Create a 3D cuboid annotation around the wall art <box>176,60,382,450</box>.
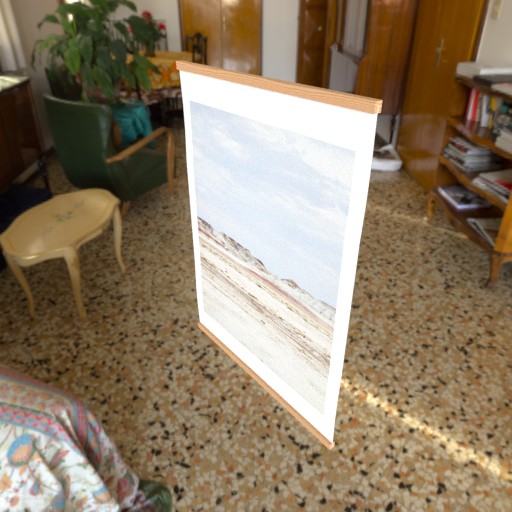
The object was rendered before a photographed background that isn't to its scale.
[{"bbox_3d":[0.000,0.000,1.337,0.020,1.016,0.739,-22,37,-33],"label":"wall art"}]
